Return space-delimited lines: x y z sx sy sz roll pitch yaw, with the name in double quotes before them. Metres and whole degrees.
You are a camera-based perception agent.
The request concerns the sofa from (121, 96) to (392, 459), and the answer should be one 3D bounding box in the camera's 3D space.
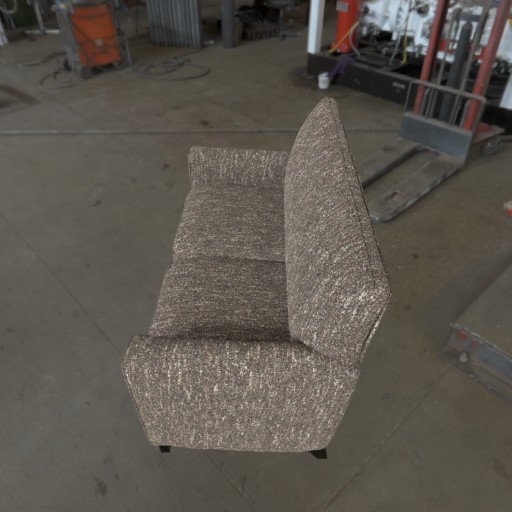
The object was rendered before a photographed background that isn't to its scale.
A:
"sofa" 0.000 0.000 2.023 0.801 0.946 1.519 1 40 1
